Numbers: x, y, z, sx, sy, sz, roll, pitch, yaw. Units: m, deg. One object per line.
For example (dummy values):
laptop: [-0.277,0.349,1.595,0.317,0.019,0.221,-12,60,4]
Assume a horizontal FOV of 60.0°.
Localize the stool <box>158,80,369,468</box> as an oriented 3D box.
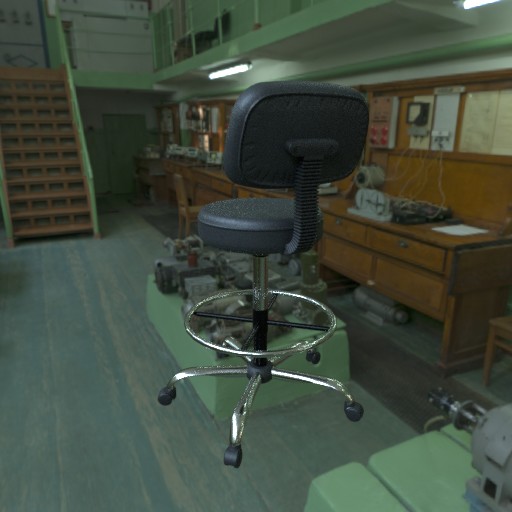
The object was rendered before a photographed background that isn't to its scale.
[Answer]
stool: [0.000,0.000,1.509,0.694,1.069,0.658,-9,19,-27]
